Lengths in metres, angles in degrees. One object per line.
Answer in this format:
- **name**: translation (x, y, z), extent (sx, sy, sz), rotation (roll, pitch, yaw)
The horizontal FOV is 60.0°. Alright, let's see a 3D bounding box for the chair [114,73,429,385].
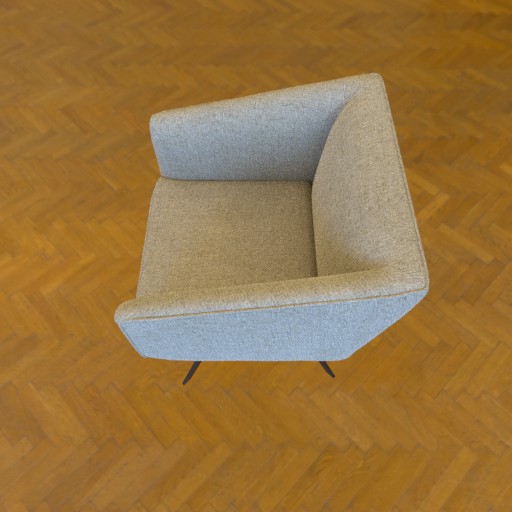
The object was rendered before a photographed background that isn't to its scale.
- **chair**: translation (0.000, 0.000, 1.260), extent (0.623, 0.760, 0.628), rotation (0, 59, 0)
